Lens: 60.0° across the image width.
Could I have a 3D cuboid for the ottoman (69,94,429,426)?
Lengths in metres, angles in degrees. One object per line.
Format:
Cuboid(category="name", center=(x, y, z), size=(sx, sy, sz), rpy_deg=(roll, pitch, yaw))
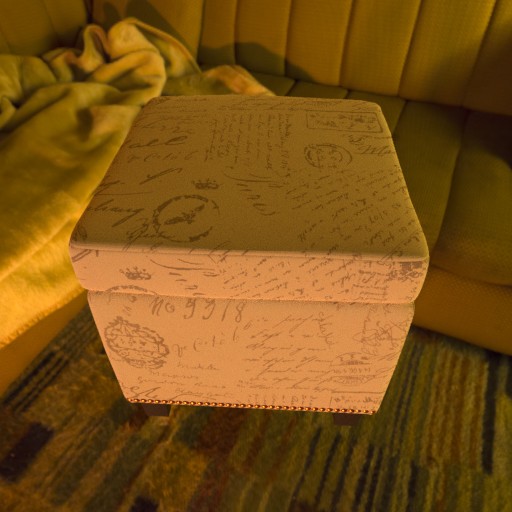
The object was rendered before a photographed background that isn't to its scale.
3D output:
Cuboid(category="ottoman", center=(0.000, 0.000, 0.819), size=(0.449, 0.457, 0.450), rpy_deg=(2, 43, 2))
